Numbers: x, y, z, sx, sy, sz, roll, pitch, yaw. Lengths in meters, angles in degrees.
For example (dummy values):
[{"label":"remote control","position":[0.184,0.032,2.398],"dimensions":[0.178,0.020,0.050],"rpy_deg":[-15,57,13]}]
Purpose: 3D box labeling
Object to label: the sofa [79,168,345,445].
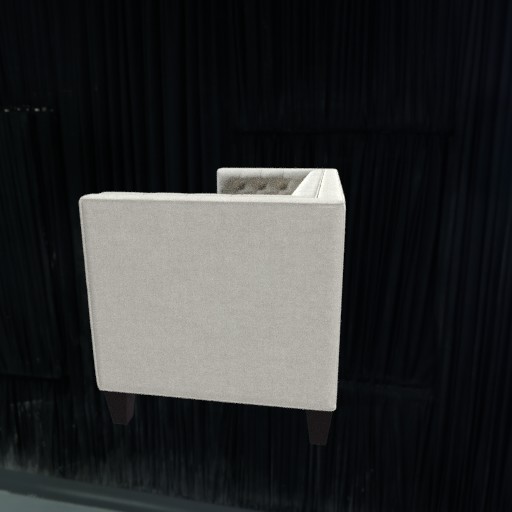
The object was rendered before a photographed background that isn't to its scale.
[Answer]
[{"label":"sofa","position":[0.000,0.000,2.168],"dimensions":[0.775,0.762,1.778],"rpy_deg":[2,14,9]}]
